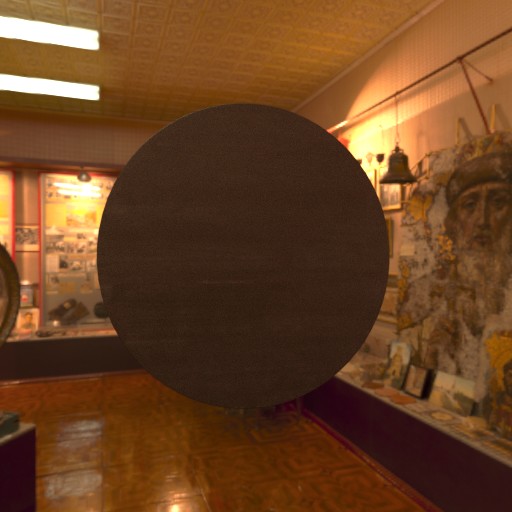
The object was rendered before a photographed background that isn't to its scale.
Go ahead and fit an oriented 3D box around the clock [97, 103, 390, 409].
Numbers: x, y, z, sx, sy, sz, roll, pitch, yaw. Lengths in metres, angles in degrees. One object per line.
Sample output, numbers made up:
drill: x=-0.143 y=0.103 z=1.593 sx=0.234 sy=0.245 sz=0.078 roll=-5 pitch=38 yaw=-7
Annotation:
clock: x=0.000 y=0.000 z=0.881 sx=0.595 sy=0.595 sz=0.029 roll=0 pitch=0 yaw=-17
